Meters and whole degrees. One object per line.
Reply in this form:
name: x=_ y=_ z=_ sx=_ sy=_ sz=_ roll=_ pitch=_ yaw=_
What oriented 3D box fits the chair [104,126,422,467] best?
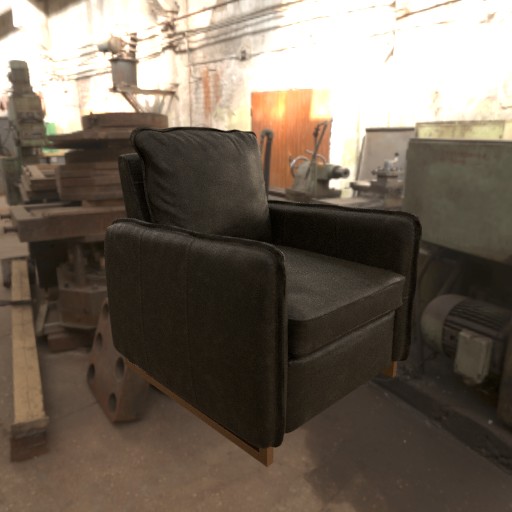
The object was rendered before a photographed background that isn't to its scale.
chair: x=0.000 y=0.000 z=1.627 sx=0.830 sy=0.921 sz=0.921 roll=-14 pitch=20 yaw=-42
